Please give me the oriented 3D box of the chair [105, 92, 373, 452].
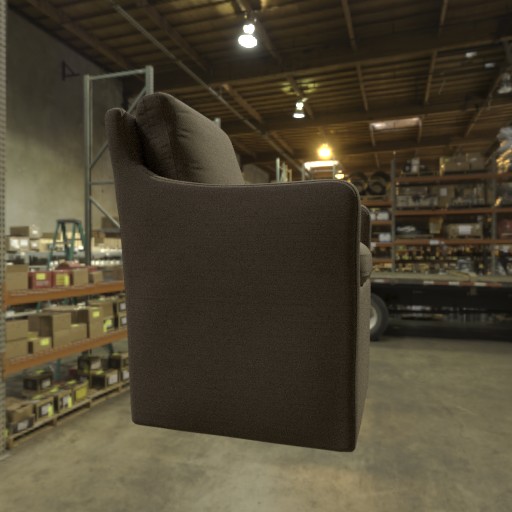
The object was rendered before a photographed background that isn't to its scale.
[{"bbox_3d":[0.000,0.000,1.384,0.694,0.914,0.626,0,1,17],"label":"chair"}]
